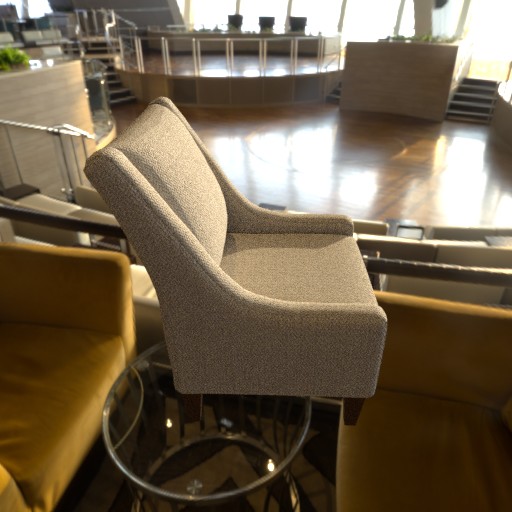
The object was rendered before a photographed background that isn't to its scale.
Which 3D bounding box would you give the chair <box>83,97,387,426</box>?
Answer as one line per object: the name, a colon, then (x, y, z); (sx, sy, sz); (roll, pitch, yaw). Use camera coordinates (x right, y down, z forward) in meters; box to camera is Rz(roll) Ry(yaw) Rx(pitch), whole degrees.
chair: (0.000, 0.000, 1.674); (0.870, 1.014, 0.774); (1, 31, 2)
